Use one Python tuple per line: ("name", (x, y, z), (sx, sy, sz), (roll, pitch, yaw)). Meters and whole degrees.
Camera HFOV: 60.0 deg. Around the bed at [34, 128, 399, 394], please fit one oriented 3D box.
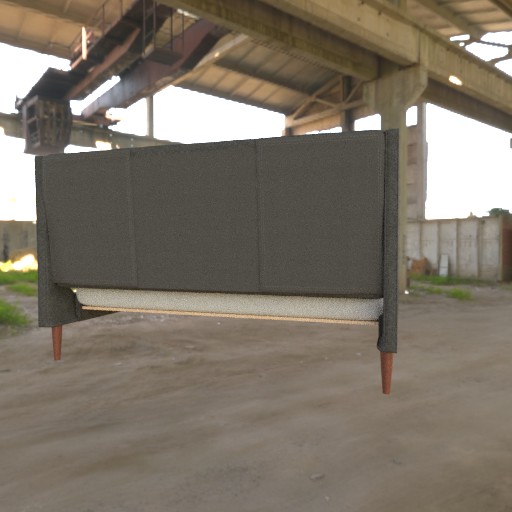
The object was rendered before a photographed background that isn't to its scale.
("bed", (0.000, 0.000, 2.493), (1.531, 0.933, 1.638), (1, 2, 18))
